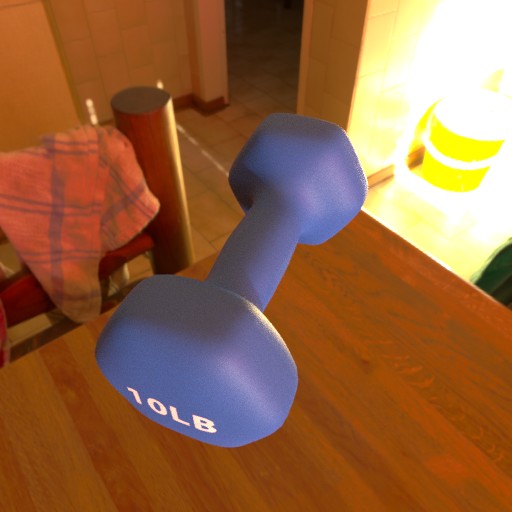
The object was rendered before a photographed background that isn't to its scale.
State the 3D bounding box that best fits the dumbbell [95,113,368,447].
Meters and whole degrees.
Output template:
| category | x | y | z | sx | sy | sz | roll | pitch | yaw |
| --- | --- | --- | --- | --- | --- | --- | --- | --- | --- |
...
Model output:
| category | x | y | z | sx | sy | sz | roll | pitch | yaw |
| --- | --- | --- | --- | --- | --- | --- | --- | --- | --- |
| dumbbell | 0.000 | 0.000 | 0.270 | 0.103 | 0.093 | 0.212 | 16 | 48 | 15 |
